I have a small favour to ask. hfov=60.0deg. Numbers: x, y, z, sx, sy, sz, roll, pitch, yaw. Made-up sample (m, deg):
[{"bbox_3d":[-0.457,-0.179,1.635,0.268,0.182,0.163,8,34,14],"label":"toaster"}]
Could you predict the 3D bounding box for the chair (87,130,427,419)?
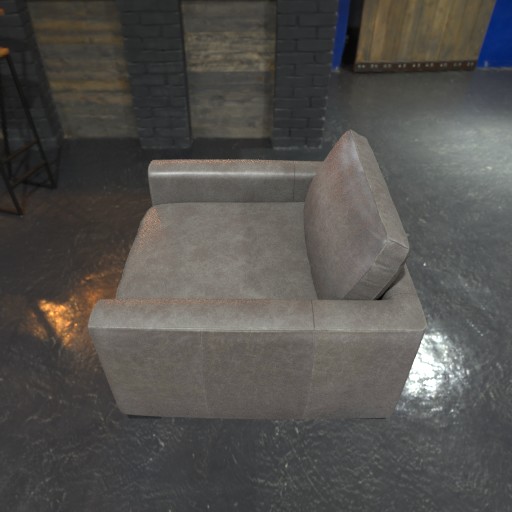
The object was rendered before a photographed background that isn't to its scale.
[{"bbox_3d":[0.000,0.000,1.862,1.080,0.807,1.106,0,41,1],"label":"chair"}]
